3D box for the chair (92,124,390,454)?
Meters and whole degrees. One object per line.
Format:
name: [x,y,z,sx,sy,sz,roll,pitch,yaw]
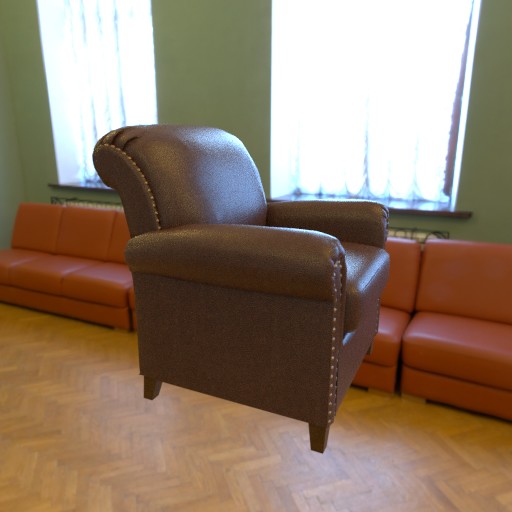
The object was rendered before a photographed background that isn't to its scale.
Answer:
chair: [0.000,0.000,1.618,0.890,0.927,0.854,7,16,25]
